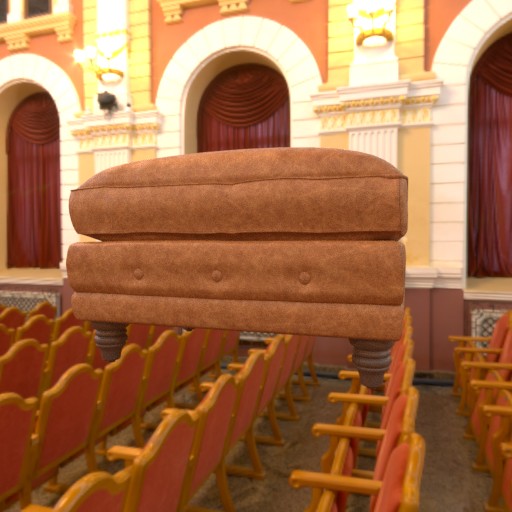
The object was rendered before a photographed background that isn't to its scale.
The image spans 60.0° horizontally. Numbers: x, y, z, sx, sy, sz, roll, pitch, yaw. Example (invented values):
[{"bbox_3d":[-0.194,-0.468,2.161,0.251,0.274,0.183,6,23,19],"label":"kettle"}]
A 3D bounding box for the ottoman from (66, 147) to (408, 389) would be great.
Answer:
[{"bbox_3d":[0.000,0.000,1.097,0.710,0.480,0.533,0,1,19],"label":"ottoman"}]
